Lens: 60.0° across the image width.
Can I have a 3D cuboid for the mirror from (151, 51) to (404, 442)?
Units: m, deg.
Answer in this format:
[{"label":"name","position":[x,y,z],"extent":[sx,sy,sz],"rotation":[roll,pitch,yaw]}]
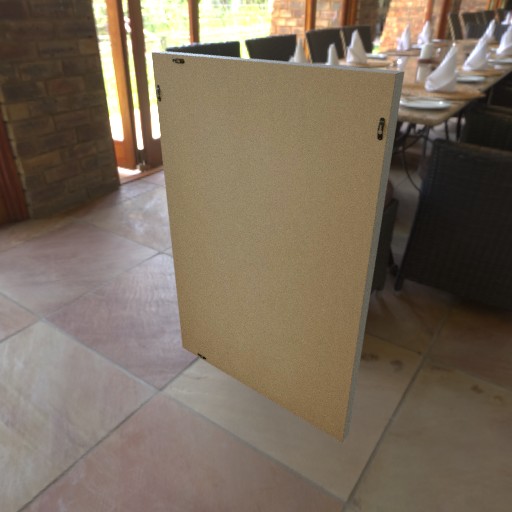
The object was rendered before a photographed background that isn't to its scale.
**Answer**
[{"label":"mirror","position":[0.000,0.000,1.127],"extent":[0.609,0.915,0.040],"rotation":[21,36,32]}]
